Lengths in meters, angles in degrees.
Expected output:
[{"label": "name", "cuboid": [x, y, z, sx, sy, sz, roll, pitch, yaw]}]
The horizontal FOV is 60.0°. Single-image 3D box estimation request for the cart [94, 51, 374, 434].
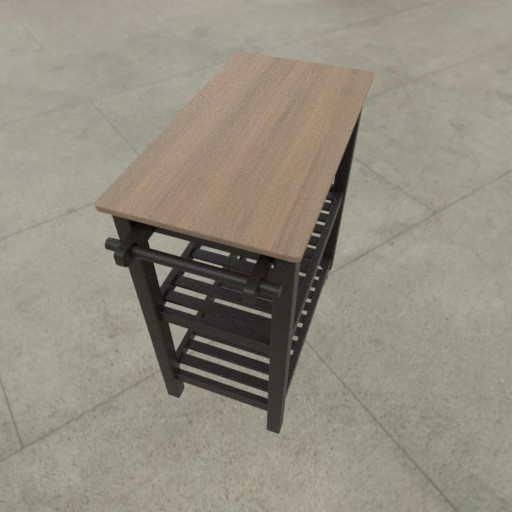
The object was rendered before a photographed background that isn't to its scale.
[{"label": "cart", "cuboid": [0.000, 0.000, 1.470, 0.457, 0.927, 0.899, 15, 49, 13]}]
